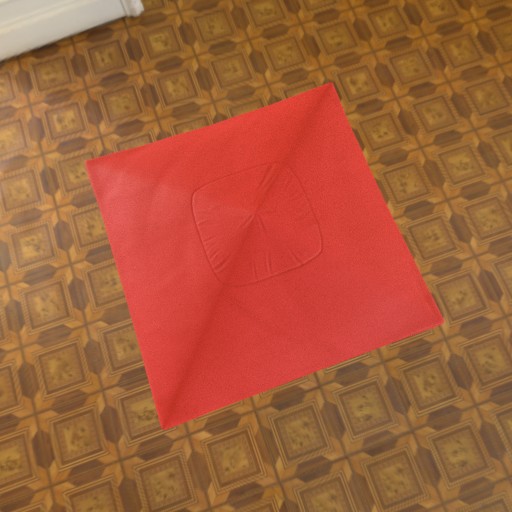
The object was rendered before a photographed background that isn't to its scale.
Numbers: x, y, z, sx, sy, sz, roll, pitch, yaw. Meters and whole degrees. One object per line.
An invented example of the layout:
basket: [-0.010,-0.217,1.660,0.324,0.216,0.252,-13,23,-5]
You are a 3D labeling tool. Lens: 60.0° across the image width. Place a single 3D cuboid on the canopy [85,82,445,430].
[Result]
canopy: [0.000,0.000,5.401,2.996,2.997,2.998,-19,76,-5]
